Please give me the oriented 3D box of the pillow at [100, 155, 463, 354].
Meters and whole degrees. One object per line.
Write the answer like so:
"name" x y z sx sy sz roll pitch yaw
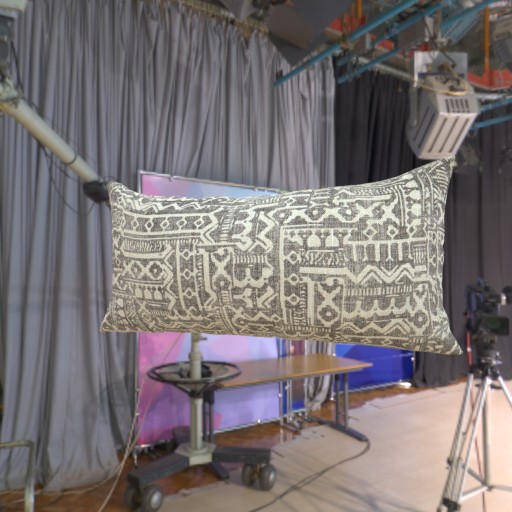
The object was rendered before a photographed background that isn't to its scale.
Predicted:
"pillow" 0.000 0.000 0.745 0.631 0.290 0.148 0 -1 19
